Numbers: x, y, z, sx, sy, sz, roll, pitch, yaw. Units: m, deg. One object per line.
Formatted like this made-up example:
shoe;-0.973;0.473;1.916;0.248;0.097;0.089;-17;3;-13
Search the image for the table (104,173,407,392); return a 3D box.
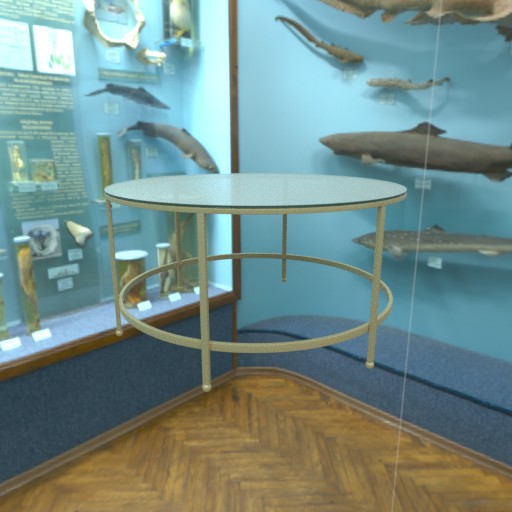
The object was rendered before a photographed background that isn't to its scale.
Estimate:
table;0.000;0.000;1.465;0.914;0.470;0.914;0;15;0
